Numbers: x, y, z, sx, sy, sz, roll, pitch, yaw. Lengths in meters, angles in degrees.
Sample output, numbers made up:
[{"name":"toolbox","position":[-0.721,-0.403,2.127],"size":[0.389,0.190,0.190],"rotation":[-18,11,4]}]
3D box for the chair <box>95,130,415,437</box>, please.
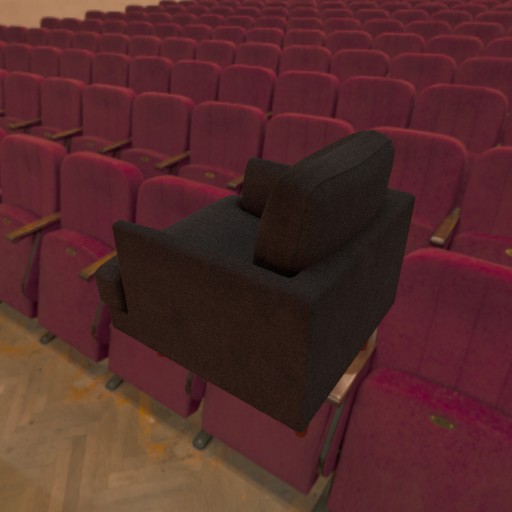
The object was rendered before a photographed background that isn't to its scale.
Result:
[{"name":"chair","position":[0.000,0.000,1.701],"size":[0.899,0.957,0.858],"rotation":[20,37,29]}]
